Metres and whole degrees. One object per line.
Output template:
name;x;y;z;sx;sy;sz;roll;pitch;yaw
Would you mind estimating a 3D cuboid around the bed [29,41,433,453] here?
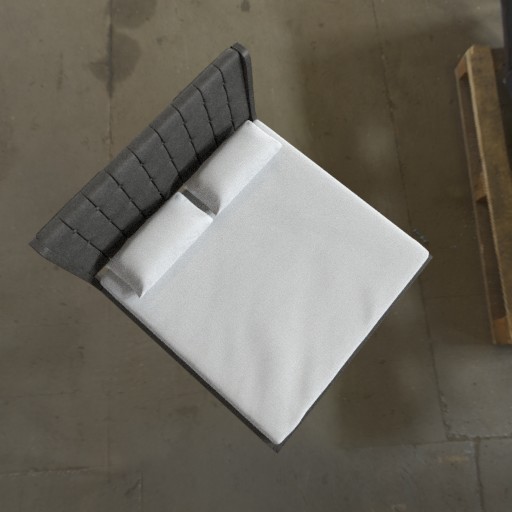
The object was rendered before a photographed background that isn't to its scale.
bed;0.000;0.000;3.236;2.031;1.158;1.903;40;79;9
